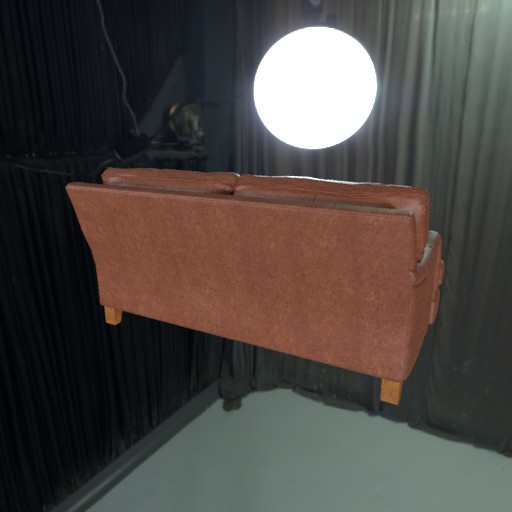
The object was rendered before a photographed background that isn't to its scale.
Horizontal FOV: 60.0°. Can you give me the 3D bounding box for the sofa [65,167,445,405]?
[{"bbox_3d":[0.000,0.000,2.821,2.144,1.071,1.147,9,19,27],"label":"sofa"}]
